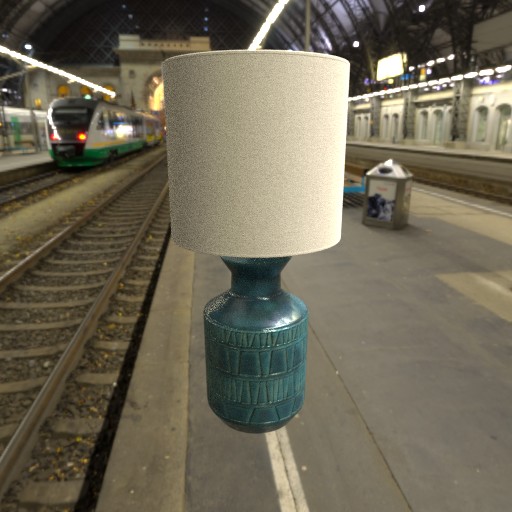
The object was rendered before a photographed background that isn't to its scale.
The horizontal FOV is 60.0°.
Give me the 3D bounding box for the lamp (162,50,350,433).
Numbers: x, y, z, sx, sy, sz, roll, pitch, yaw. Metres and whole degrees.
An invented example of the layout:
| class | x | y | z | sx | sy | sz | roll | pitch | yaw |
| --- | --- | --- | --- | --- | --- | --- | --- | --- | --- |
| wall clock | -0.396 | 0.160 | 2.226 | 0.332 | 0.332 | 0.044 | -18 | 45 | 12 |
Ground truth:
| class | x | y | z | sx | sy | sz | roll | pitch | yaw |
| --- | --- | --- | --- | --- | --- | --- | --- | --- | --- |
| lamp | 0.000 | 0.000 | 0.571 | 0.211 | 0.455 | 0.211 | -8 | 18 | -27 |
